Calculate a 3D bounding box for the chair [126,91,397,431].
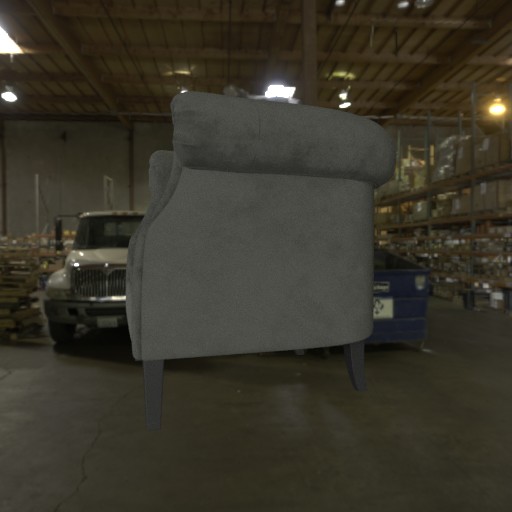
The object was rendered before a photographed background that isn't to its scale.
[{"bbox_3d":[0.000,0.000,1.519,0.851,0.826,0.904,0,1,-17],"label":"chair"}]
